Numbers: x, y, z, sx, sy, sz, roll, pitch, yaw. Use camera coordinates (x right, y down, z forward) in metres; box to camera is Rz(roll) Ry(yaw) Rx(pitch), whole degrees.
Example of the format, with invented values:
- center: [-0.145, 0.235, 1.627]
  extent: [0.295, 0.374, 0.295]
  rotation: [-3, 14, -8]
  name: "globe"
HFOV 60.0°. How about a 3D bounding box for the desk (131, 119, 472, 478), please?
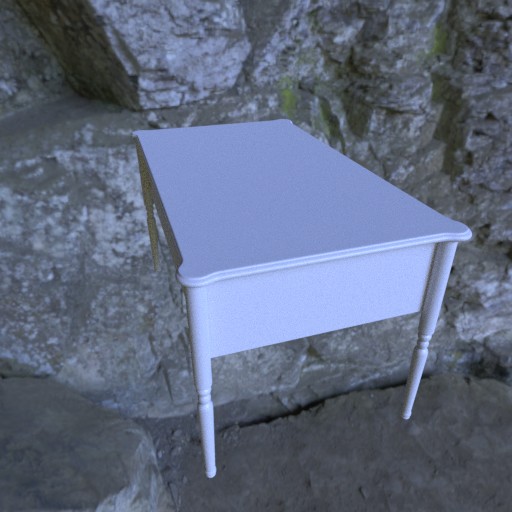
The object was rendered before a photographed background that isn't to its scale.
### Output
- center: [0.000, 0.000, 1.829]
  extent: [0.807, 0.762, 1.380]
  rotation: [-9, 31, -16]
  name: "desk"
